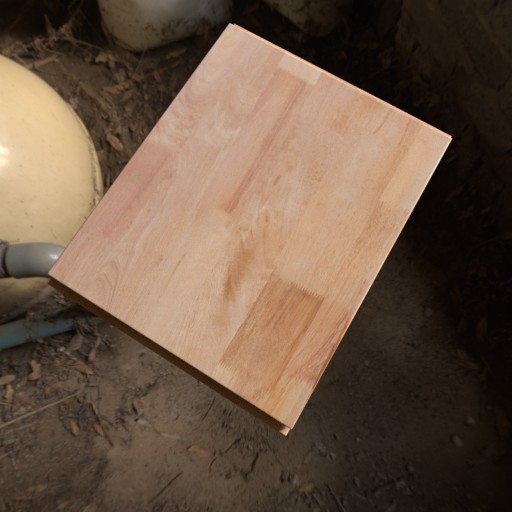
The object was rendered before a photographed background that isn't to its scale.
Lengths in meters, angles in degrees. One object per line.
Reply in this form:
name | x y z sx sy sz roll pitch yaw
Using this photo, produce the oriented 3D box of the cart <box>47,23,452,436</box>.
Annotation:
cart | 0.000 0.000 1.218 0.508 0.838 0.640 30 78 7
